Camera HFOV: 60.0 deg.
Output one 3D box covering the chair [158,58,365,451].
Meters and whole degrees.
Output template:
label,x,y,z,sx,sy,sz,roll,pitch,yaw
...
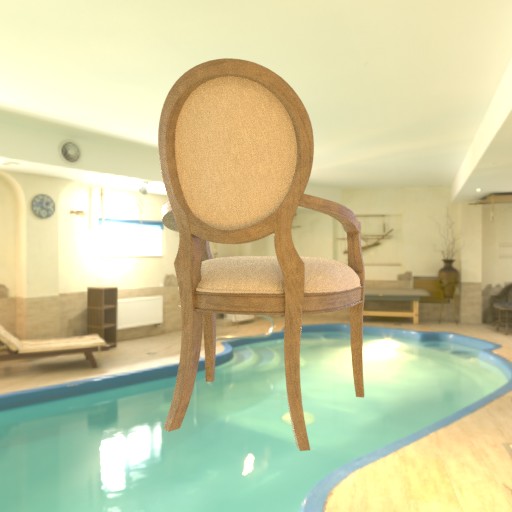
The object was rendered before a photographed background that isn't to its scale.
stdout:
label,x,y,z,sx,sy,sz,roll,pitch,yaw
chair,0.000,0.000,1.378,0.611,0.991,0.602,0,0,19
